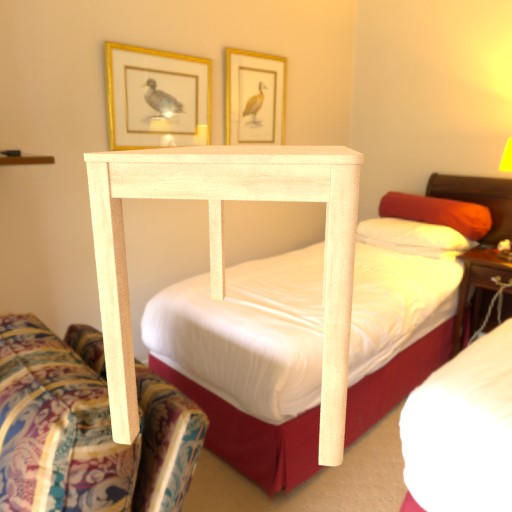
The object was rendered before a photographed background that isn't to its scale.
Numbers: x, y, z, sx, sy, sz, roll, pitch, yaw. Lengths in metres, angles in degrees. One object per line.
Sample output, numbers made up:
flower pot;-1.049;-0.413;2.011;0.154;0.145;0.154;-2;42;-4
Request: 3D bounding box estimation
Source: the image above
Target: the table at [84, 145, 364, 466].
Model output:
table;0.000;0.000;1.907;0.750;0.900;1.400;2;15;8
